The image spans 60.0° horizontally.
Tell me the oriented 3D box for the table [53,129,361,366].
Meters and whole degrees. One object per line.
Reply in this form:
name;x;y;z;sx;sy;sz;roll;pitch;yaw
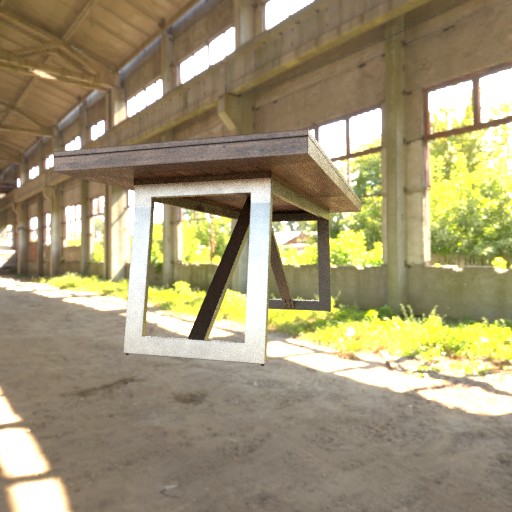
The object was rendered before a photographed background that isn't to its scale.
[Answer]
table;0.000;0.000;2.344;0.931;0.757;1.867;0;0;18
